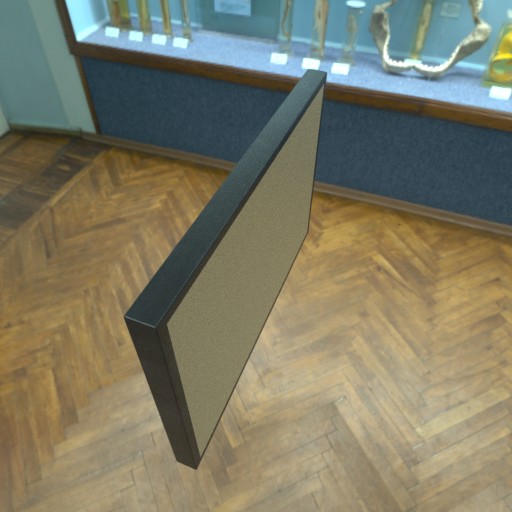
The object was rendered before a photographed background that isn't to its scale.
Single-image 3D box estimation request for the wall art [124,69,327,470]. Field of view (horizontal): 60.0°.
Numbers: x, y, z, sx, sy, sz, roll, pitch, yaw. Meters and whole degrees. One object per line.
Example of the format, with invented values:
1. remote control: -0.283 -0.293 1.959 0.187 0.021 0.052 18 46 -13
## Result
1. wall art: 0.000 0.000 0.775 0.038 0.409 0.610 16 49 15
